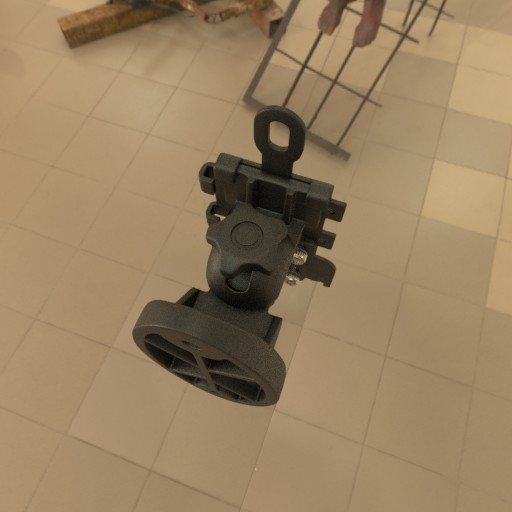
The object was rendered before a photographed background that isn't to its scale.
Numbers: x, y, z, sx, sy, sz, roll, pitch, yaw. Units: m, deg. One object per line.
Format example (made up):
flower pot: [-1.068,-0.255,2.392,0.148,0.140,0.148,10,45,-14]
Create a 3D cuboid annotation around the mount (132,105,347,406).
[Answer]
mount: [0.000,0.000,0.177,0.066,0.118,0.100,18,66,9]
